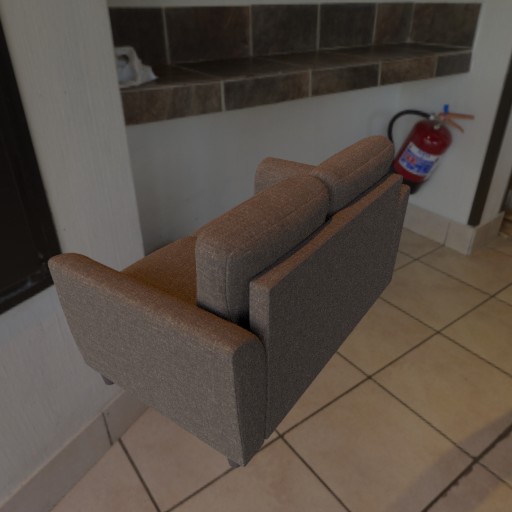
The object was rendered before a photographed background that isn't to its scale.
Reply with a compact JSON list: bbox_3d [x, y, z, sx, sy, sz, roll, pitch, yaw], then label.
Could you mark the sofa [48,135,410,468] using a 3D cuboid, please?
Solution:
[{"bbox_3d":[0.000,0.000,1.944,0.851,0.885,1.423,20,36,30],"label":"sofa"}]
